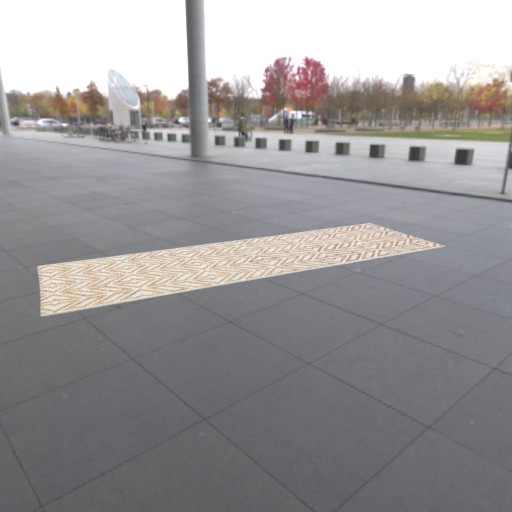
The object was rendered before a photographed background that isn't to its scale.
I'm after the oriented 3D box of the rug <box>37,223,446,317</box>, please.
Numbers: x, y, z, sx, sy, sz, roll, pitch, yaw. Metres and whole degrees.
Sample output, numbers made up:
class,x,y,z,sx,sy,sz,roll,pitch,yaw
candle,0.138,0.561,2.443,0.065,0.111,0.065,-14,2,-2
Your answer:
class,x,y,z,sx,sy,sz,roll,pitch,yaw
rug,0.000,0.000,2.736,2.435,0.009,0.750,-8,19,-25
